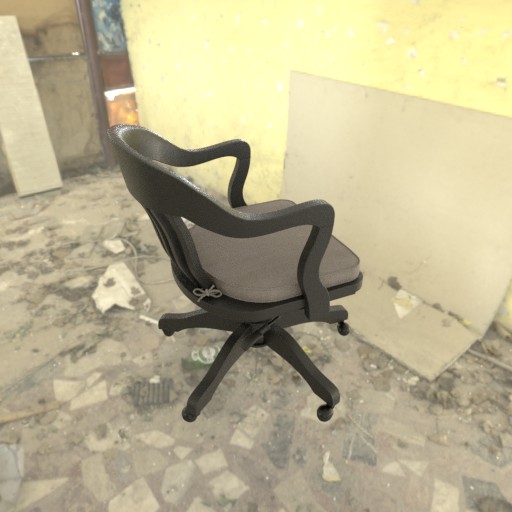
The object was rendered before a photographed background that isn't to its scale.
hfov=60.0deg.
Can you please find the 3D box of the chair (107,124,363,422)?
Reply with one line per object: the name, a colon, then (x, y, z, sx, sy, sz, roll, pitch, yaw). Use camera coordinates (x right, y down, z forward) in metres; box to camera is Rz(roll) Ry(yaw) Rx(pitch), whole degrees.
chair: (0.000, 0.000, 1.447, 0.788, 0.878, 0.750, -12, 33, -19)
